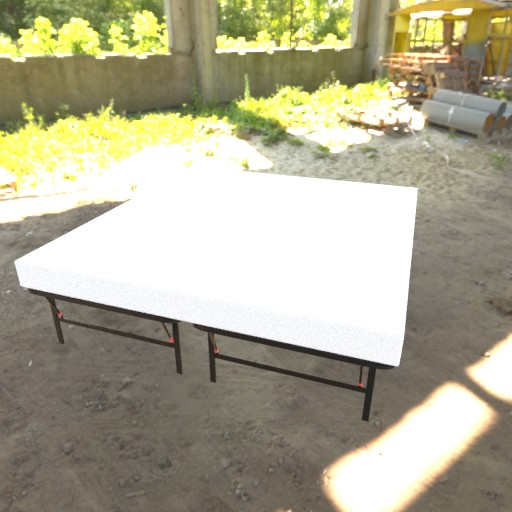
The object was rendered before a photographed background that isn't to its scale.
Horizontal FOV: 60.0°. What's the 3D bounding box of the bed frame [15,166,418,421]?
[{"bbox_3d":[0.000,0.000,2.976,1.930,0.559,2.032,9,27,18],"label":"bed frame"}]
